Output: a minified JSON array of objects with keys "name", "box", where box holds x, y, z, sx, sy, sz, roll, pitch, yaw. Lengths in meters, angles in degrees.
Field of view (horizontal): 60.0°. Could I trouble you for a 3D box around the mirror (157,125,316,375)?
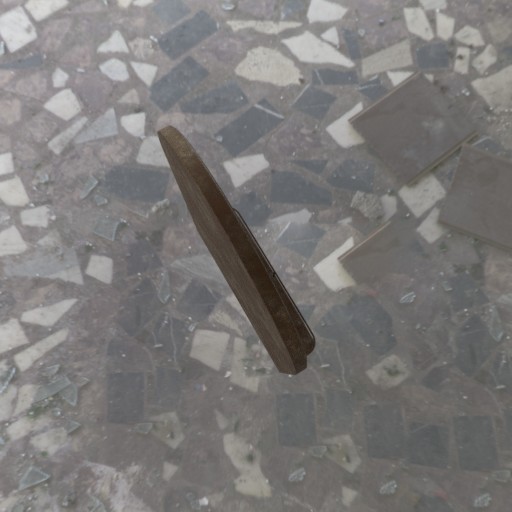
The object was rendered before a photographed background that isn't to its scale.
[{"name":"mirror","box":[0.000,0.000,0.981,0.137,0.770,0.510,-30,78,-7]}]
